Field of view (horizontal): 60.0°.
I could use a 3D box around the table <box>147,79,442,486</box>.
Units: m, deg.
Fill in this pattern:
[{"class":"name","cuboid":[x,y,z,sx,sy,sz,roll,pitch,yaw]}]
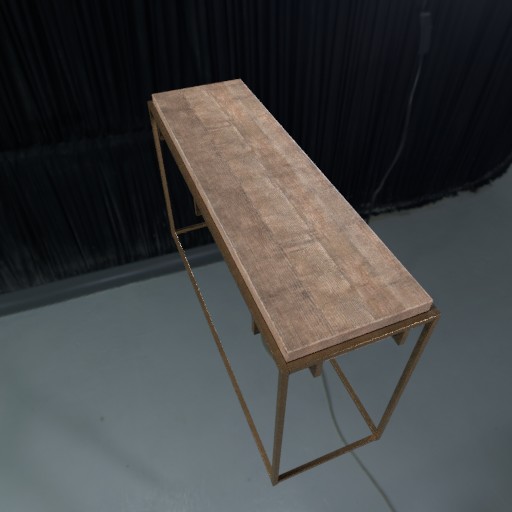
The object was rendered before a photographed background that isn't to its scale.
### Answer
[{"class":"table","cuboid":[0.000,0.000,1.775,0.440,0.820,1.400,-16,48,-15]}]
